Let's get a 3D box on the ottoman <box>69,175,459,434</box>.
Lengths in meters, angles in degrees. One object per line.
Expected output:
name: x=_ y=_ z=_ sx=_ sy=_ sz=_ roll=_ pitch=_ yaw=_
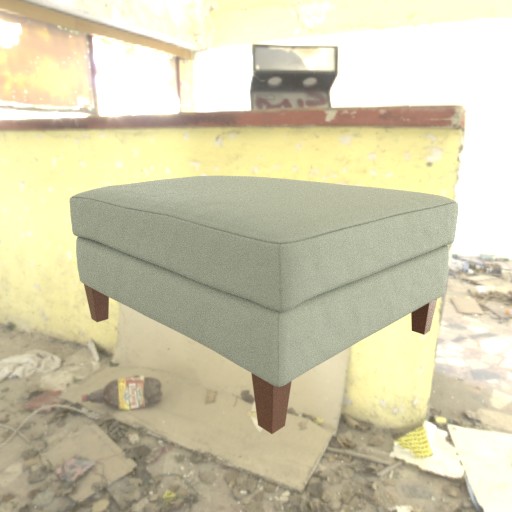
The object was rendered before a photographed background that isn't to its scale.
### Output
ottoman: x=0.000 y=0.000 z=1.477 sx=0.842 sy=0.494 sz=0.991 roll=-14 pitch=21 yaw=-43
